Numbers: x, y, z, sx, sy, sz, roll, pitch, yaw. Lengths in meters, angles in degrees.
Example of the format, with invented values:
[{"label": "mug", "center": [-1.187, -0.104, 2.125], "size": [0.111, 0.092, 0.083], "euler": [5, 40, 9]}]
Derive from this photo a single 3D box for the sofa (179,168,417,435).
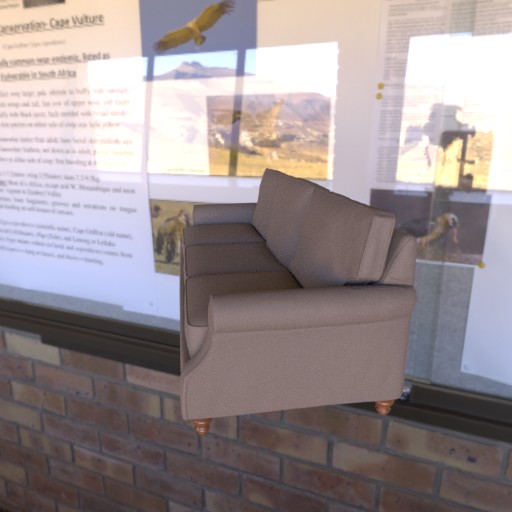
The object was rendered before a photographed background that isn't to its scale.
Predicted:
[{"label": "sofa", "center": [0.000, 0.000, 2.776], "size": [0.966, 0.948, 2.353], "euler": [-3, 16, -9]}]
